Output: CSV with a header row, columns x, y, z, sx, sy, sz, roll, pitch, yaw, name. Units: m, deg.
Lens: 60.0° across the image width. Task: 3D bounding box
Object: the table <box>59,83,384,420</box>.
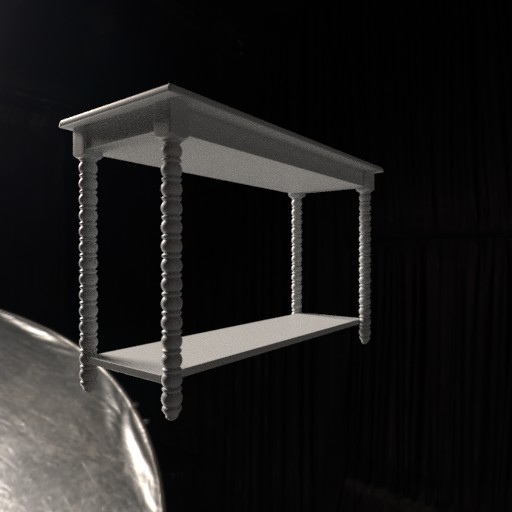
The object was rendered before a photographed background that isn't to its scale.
x,y,z,sx,sy,sz,roll,pitch,yaw,name
0.000,0.000,1.541,0.459,0.740,1.184,0,0,37,table
